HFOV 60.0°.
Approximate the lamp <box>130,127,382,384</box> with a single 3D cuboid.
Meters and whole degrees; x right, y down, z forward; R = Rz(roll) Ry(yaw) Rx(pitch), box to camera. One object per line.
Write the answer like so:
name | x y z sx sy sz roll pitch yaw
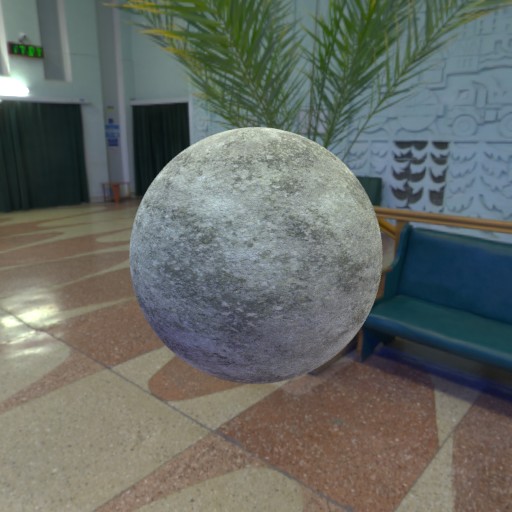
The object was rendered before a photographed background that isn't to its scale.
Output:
lamp | 0.000 0.000 0.768 0.422 0.429 0.422 0 15 0
